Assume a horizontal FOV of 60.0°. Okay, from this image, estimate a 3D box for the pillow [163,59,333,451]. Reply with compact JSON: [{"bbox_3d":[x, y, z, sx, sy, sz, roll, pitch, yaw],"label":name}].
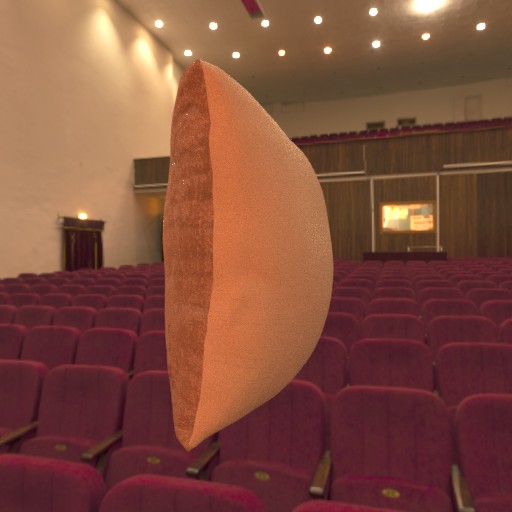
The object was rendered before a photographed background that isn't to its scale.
[{"bbox_3d":[0.000,0.000,0.709,0.245,0.448,0.450,0,-1,18],"label":"pillow"}]
